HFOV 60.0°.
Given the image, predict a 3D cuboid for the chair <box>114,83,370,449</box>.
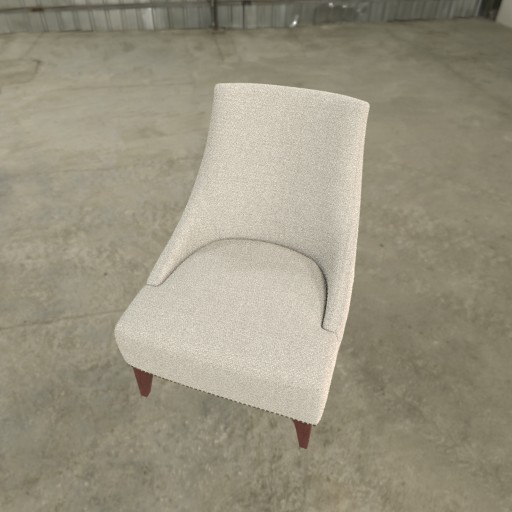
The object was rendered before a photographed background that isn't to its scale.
[{"bbox_3d":[0.000,0.000,1.557,0.701,0.909,0.861,13,42,14],"label":"chair"}]
